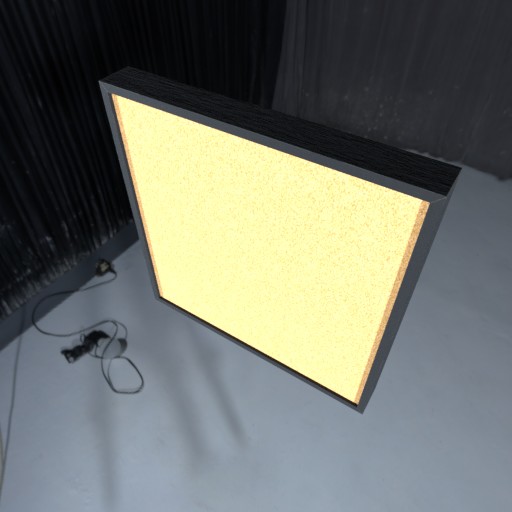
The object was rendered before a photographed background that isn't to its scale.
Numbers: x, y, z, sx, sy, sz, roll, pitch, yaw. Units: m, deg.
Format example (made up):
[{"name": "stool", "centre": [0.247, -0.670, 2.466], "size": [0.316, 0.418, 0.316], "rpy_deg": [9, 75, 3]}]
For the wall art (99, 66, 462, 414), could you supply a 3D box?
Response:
[{"name": "wall art", "centre": [0.000, 0.000, 0.453], "size": [0.305, 0.305, 0.037], "rpy_deg": [25, 51, 22]}]
